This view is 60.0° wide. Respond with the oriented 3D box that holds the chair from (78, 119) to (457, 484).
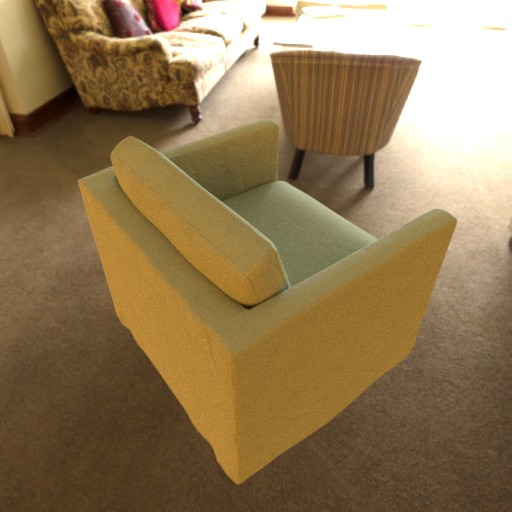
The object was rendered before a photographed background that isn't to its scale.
[{"bbox_3d":[0.000,0.000,1.733,0.949,0.863,1.057,-26,46,-28],"label":"chair"}]
